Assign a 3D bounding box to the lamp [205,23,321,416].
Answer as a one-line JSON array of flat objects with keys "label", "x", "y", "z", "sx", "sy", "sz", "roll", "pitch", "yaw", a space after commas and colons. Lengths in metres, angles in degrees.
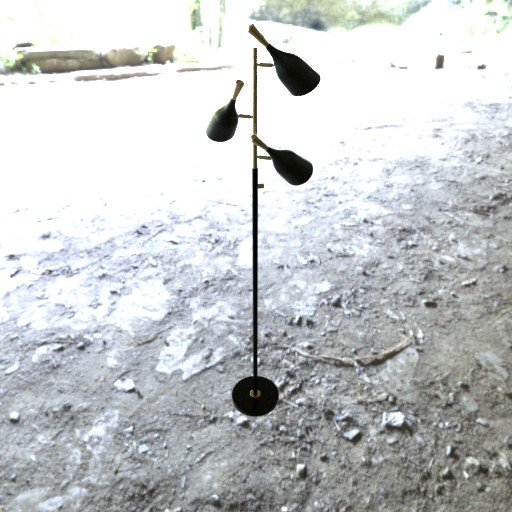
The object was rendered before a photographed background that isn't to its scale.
[{"label": "lamp", "x": 0.000, "y": 0.000, "z": 1.896, "sx": 0.434, "sy": 1.778, "sz": 0.253, "roll": 11, "pitch": 34, "yaw": 17}]
